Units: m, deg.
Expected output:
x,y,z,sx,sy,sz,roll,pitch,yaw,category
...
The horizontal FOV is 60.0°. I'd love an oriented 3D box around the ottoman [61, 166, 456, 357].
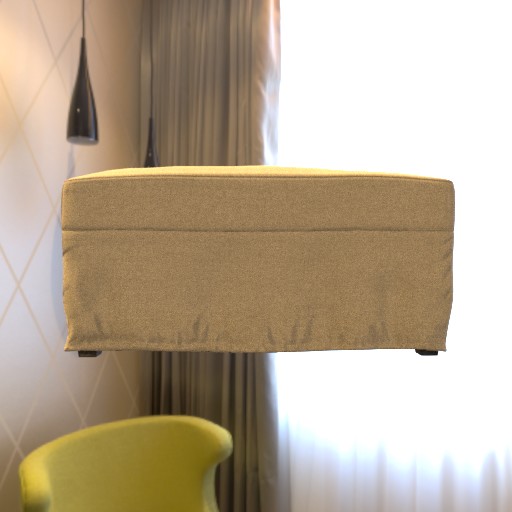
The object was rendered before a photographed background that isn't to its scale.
x,y,z,sx,sy,sz,roll,pitch,yaw,category
0.000,0.000,1.321,0.843,0.436,0.840,0,-1,-1,ottoman
